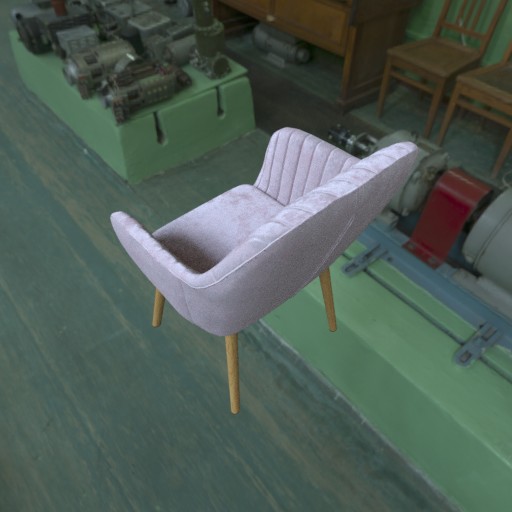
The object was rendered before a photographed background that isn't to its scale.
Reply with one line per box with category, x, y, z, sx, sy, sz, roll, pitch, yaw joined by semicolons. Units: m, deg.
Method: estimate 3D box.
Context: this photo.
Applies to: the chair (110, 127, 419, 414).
chair;0.000;0.000;1.236;0.610;0.832;0.570;-33;56;-27
